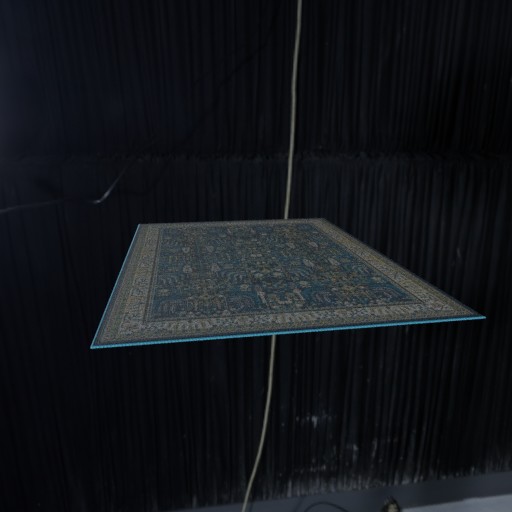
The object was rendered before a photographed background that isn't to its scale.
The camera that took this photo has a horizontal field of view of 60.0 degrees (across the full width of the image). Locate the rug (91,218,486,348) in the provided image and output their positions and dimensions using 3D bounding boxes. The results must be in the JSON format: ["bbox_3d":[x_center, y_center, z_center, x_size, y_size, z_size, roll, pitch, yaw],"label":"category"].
[{"bbox_3d":[0.000,0.000,3.869,2.226,0.015,3.044,-3,16,-9],"label":"rug"}]
